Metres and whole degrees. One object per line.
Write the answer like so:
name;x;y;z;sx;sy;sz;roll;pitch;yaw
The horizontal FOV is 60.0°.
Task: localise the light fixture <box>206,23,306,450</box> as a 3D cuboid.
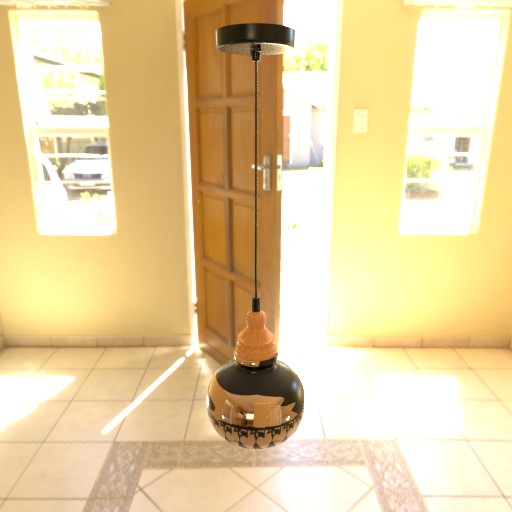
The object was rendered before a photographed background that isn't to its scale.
light fixture;0.000;0.000;1.751;0.430;1.606;0.430;-3;17;-9
